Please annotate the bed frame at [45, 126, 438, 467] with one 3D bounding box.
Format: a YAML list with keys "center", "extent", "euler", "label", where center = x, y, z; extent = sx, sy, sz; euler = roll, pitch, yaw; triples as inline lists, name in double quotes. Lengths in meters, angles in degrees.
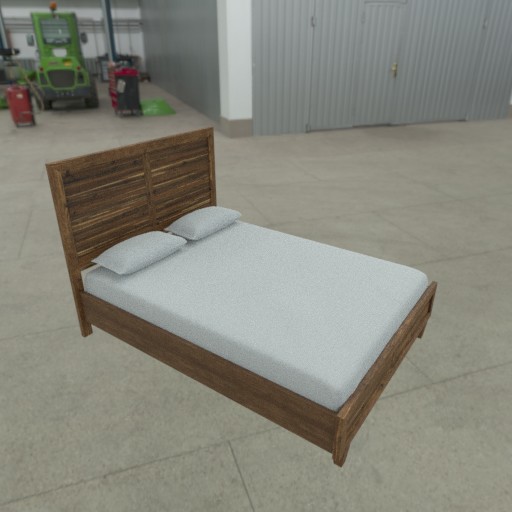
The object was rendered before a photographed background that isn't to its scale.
- center: [0.000, 0.000, 3.321]
  extent: [2.276, 1.417, 1.696]
  euler: [17, 31, 31]
  label: "bed frame"
